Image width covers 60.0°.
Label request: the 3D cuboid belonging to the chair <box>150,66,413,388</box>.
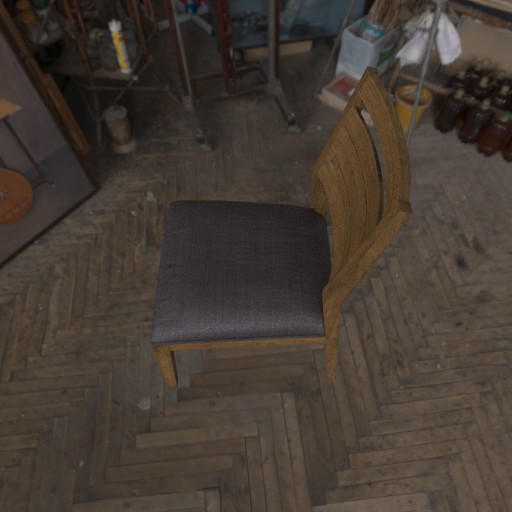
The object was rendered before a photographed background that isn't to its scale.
[{"bbox_3d":[0.000,0.000,1.290,0.610,0.939,0.501,0,57,0],"label":"chair"}]
